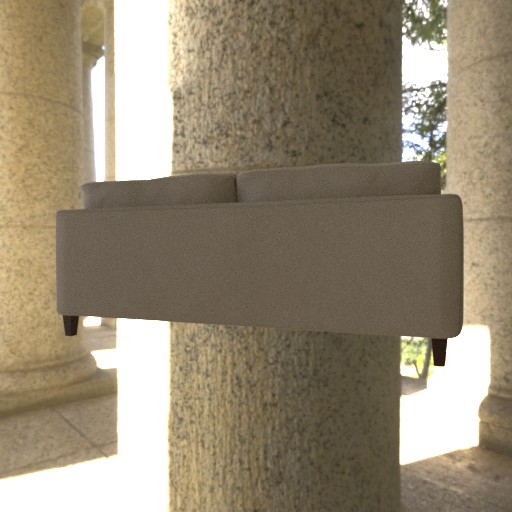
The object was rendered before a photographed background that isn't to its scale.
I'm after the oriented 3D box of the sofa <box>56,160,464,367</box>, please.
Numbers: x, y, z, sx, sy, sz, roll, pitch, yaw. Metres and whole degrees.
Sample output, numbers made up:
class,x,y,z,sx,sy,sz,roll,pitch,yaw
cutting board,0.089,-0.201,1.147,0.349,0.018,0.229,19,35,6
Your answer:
class,x,y,z,sx,sy,sz,roll,pitch,yaw
sofa,0.000,0.000,2.636,2.181,0.932,0.948,0,0,20
